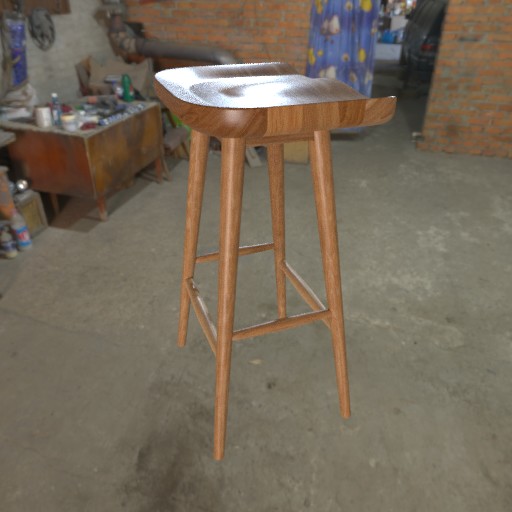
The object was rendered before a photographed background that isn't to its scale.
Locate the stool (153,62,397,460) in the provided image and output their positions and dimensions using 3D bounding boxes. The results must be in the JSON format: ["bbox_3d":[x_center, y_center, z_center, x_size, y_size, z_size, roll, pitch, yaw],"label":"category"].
[{"bbox_3d":[0.000,0.000,0.936,0.322,0.698,0.407,-11,32,-17],"label":"stool"}]
